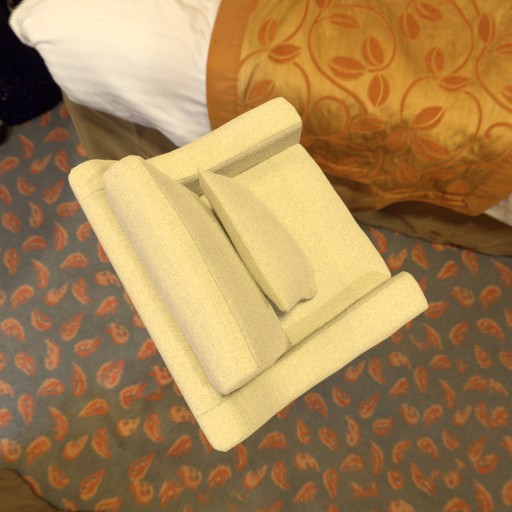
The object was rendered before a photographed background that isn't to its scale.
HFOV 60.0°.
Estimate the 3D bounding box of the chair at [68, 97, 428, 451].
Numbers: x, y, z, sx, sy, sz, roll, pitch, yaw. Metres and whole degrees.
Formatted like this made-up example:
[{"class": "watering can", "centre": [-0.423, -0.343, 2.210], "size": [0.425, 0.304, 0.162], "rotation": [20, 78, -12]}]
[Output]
[{"class": "chair", "centre": [0.000, 0.000, 1.951], "size": [1.009, 1.016, 1.178], "rotation": [-30, 78, -7]}]
